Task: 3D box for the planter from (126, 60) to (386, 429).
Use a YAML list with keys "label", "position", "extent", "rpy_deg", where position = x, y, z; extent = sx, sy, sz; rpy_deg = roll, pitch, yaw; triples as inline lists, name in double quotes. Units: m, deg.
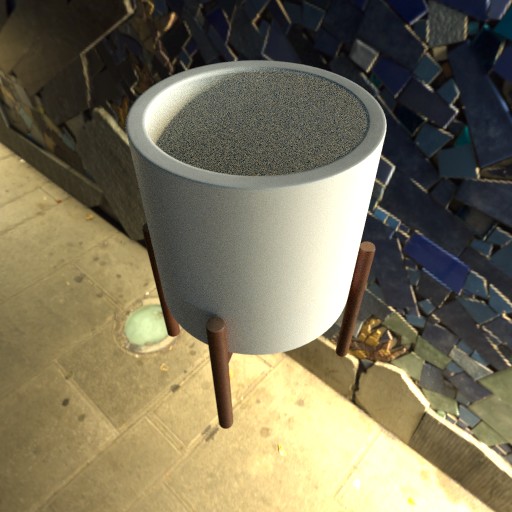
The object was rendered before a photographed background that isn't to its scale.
- label: "planter"
  position: [0.000, 0.000, 0.960]
  extent: [0.417, 0.670, 0.417]
  rpy_deg: [-24, 50, -22]
